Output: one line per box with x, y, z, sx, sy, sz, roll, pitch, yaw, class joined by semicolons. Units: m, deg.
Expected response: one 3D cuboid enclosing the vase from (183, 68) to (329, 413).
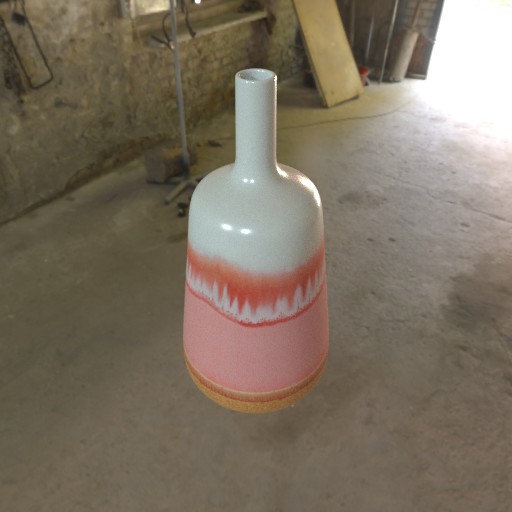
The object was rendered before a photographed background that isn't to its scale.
0.000;0.000;0.374;0.144;0.296;0.144;0;40;0;vase
